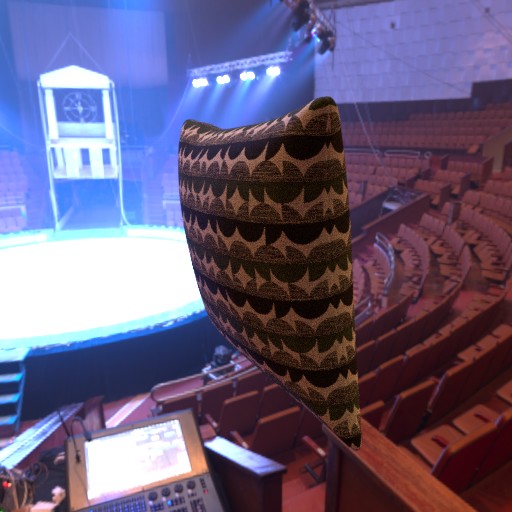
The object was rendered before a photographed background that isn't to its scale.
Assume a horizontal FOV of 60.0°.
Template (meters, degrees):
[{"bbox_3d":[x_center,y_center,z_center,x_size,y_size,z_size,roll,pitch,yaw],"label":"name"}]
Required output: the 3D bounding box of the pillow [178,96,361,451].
[{"bbox_3d":[0.000,0.000,0.648,0.180,0.404,0.419,-7,15,-26],"label":"pillow"}]
